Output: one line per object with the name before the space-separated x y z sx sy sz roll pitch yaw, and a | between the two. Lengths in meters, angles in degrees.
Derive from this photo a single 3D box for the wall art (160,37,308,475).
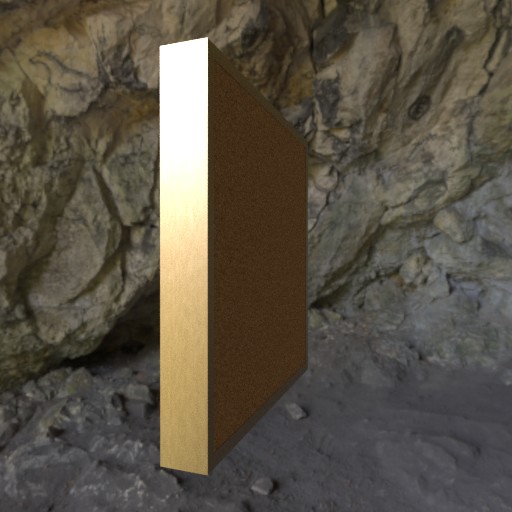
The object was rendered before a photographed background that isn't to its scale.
wall art | 0.000 0.000 0.458 0.038 0.305 0.304 0 0 20
